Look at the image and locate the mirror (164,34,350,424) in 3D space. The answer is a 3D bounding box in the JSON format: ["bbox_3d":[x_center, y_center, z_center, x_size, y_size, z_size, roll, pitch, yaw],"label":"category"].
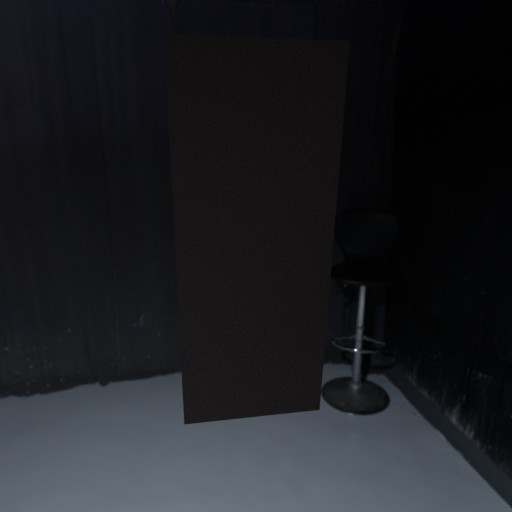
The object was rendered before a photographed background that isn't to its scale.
[{"bbox_3d":[0.000,0.000,2.282,0.812,2.020,0.221,-3,16,-10],"label":"mirror"}]
